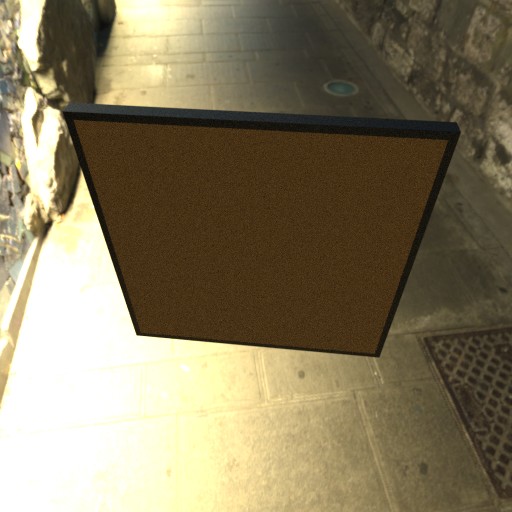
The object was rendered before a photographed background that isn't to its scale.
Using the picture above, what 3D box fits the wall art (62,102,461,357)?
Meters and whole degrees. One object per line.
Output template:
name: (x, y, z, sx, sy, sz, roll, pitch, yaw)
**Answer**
wall art: (0.000, 0.000, 1.126, 0.763, 0.763, 0.038, 4, 45, 4)
